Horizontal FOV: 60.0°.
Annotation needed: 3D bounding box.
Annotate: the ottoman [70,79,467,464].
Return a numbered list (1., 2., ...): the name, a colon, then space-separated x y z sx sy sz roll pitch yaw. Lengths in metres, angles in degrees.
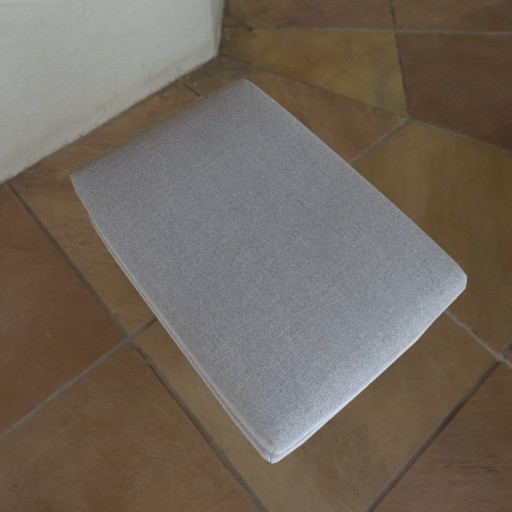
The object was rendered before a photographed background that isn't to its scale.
1. ottoman: 0.000 0.000 1.165 0.584 0.457 0.838 -35 68 -17
